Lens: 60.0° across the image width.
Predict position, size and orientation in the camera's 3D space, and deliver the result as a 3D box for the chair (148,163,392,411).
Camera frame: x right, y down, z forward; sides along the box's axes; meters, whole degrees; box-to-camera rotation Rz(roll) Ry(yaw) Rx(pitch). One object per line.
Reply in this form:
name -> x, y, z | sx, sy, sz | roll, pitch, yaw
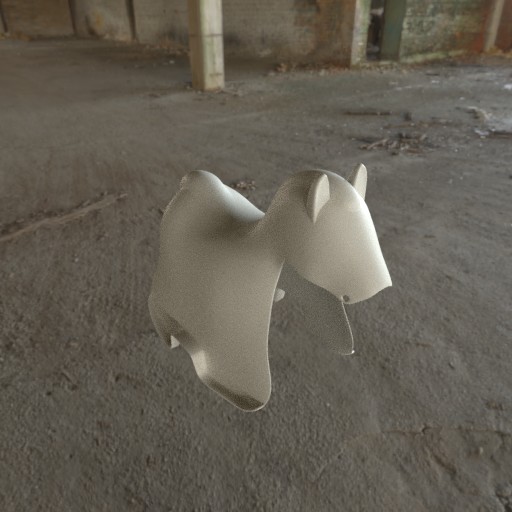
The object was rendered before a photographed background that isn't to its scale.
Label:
chair -> 0.000, 0.000, 1.161 | 0.429, 0.612, 0.800 | -20, 35, -32
